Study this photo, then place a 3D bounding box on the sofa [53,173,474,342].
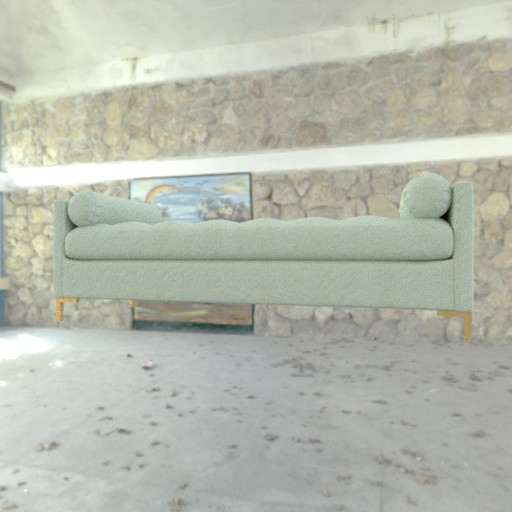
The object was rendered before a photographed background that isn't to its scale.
[{"bbox_3d":[0.000,0.000,2.459,2.102,0.705,0.796,0,0,17],"label":"sofa"}]
